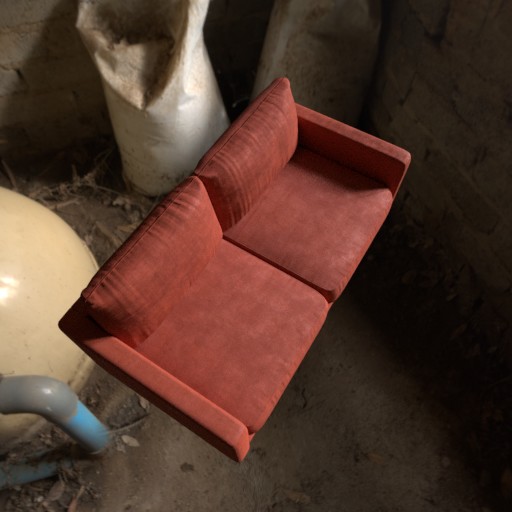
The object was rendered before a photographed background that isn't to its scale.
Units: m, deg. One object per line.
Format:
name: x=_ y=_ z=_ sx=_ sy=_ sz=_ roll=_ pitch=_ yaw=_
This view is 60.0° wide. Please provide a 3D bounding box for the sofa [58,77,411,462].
sofa: x=0.000 y=0.000 z=2.113 sx=0.864 sy=0.896 sz=1.574 roll=28 pitch=63 yaw=16
